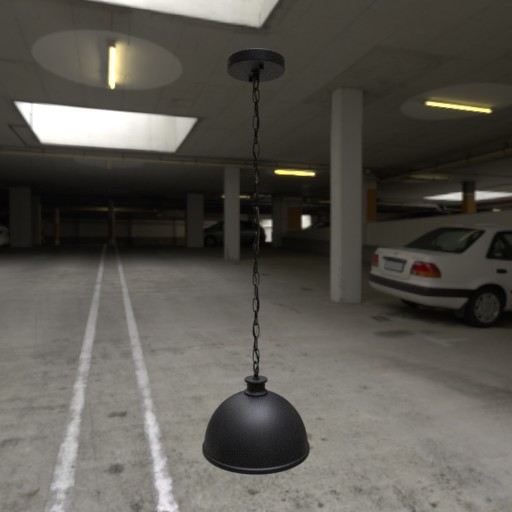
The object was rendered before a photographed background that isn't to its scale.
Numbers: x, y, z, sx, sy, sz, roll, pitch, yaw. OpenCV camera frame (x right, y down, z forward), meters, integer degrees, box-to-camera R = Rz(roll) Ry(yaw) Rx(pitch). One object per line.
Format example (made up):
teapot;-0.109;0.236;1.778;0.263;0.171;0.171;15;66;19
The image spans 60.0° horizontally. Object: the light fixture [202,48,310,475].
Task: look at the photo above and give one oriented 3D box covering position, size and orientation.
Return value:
light fixture;0.000;0.000;1.250;0.304;1.090;0.304;0;1;-18
